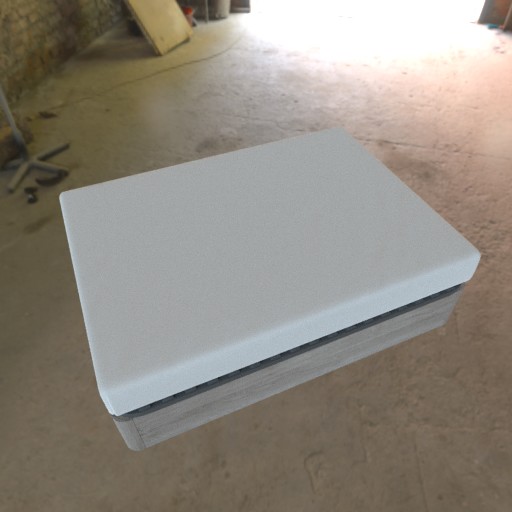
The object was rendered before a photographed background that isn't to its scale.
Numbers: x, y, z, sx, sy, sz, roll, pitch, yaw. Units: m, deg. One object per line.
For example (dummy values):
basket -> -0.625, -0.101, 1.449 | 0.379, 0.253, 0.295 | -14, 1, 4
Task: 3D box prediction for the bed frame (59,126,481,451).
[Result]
bed frame -> 0.000, 0.000, 2.567 | 1.900, 0.561, 1.400 | -17, 48, -16
